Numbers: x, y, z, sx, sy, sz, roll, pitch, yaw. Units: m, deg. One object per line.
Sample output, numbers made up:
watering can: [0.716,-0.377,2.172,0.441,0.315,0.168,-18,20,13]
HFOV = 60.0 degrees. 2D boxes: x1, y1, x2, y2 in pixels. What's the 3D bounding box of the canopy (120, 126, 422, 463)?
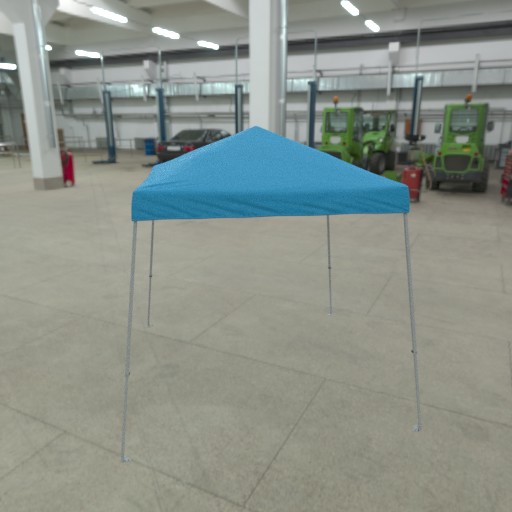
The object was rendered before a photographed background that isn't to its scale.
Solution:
canopy: [0.000,0.000,5.060,2.850,2.850,2.849,-2,17,-8]
